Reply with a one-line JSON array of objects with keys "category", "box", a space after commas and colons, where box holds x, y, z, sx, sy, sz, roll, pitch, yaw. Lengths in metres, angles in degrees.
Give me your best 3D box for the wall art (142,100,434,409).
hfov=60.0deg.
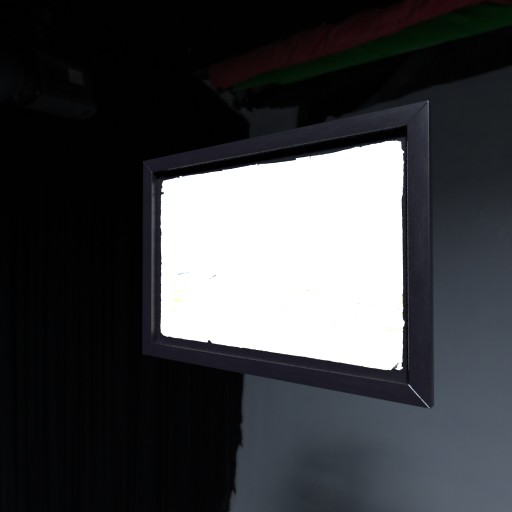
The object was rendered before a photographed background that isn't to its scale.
[{"category": "wall art", "box": [0.000, 0.000, 0.577, 0.440, 0.306, 0.013, -1, -1, 37]}]
